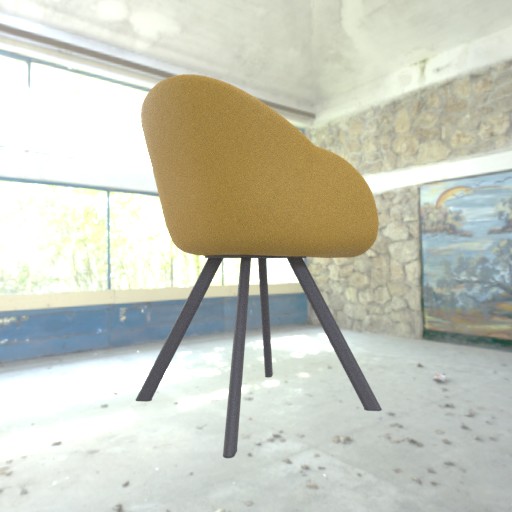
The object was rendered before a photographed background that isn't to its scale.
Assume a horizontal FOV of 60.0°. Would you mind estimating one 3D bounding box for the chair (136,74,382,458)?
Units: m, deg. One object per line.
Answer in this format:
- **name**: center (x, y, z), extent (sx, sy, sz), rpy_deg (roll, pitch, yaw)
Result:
- **chair**: center (0.000, 0.000, 1.192), extent (0.583, 0.793, 0.551), rpy_deg (1, -1, -37)
